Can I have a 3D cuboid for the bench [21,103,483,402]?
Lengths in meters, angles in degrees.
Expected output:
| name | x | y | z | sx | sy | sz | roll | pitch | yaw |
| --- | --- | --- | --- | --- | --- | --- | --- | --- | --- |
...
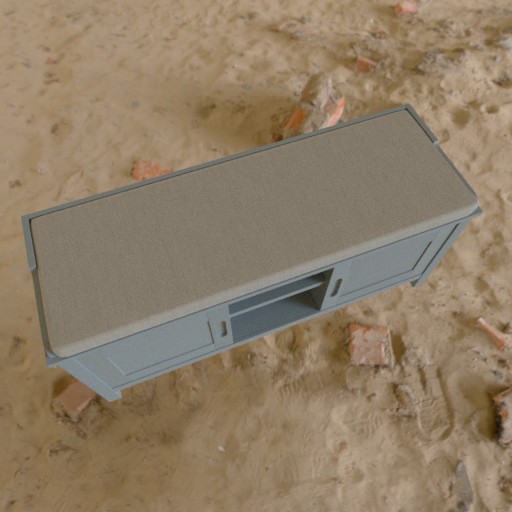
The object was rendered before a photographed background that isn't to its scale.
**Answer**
| name | x | y | z | sx | sy | sz | roll | pitch | yaw |
| --- | --- | --- | --- | --- | --- | --- | --- | --- | --- |
| bench | 0.000 | 0.000 | 1.342 | 1.140 | 0.501 | 0.398 | -19 | 62 | -10 |
